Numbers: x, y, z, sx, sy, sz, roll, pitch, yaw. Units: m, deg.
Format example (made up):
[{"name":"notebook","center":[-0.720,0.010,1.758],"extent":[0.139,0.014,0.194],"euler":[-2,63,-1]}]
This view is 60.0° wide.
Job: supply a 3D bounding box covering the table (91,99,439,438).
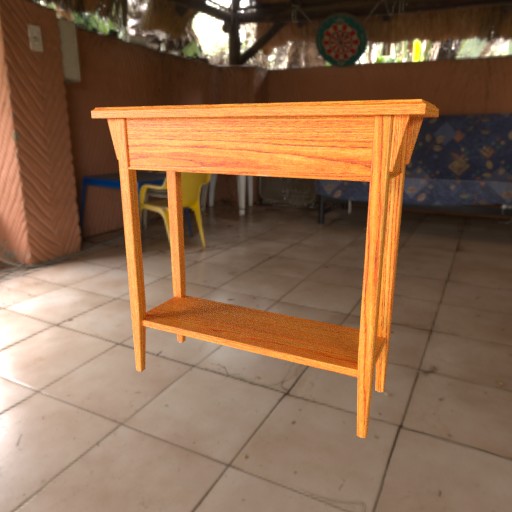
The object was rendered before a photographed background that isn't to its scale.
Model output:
[{"name":"table","center":[0.000,0.000,1.112],"extent":[0.762,0.711,0.254],"euler":[8,18,25]}]
